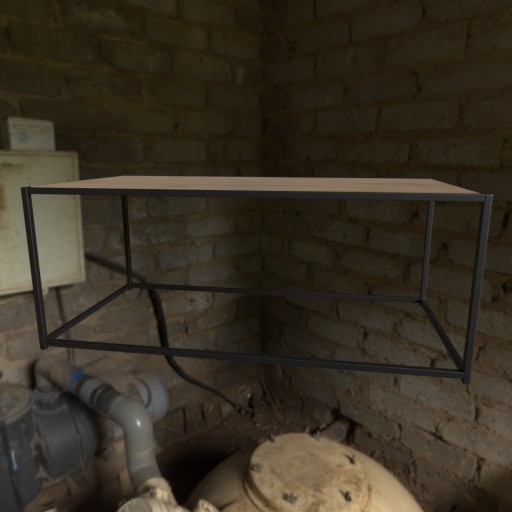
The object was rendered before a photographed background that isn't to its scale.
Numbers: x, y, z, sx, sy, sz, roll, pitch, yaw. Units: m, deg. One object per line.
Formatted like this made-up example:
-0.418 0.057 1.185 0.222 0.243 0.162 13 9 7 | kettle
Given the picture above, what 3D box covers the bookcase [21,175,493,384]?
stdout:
0.000 0.000 1.209 1.000 0.400 0.500 2 14 9 | bookcase
